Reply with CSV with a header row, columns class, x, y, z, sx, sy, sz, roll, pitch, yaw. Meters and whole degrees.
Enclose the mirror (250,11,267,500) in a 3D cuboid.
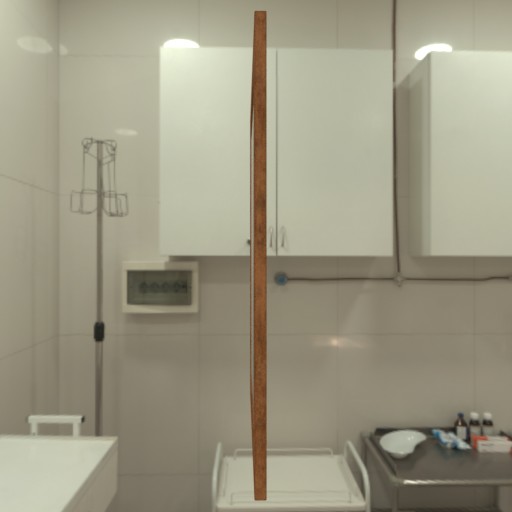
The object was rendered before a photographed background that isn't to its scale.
class,x,y,z,sx,sy,sz,roll,pitch,yaw
mirror,0.000,0.000,1.390,0.028,1.099,0.796,0,0,-1
